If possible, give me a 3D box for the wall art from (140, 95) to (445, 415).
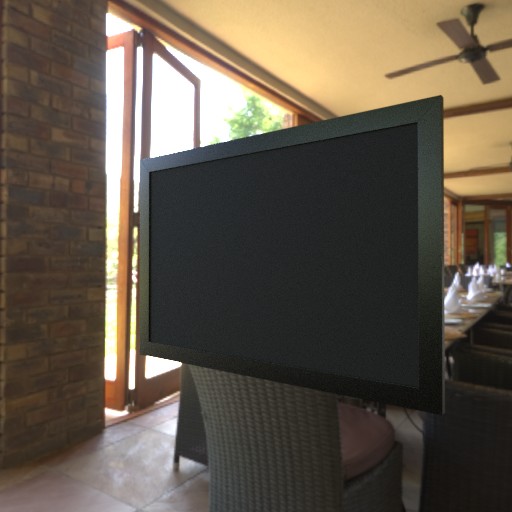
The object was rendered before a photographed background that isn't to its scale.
[{"bbox_3d":[0.000,0.000,0.822,0.660,0.447,0.013,0,-1,37],"label":"wall art"}]
